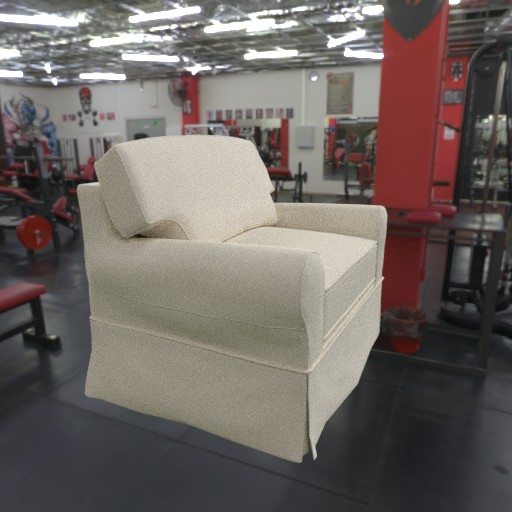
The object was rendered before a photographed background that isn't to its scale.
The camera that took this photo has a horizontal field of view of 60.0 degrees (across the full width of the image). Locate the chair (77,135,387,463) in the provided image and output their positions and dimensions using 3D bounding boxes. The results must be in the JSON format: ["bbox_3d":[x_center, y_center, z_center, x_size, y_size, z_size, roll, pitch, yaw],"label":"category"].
[{"bbox_3d":[0.000,0.000,1.819,0.904,0.958,1.099,8,17,26],"label":"chair"}]
